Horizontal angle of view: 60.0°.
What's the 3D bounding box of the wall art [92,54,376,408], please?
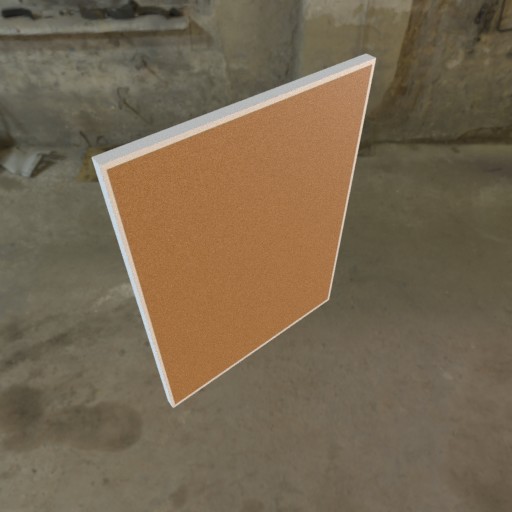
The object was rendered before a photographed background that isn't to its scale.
[{"bbox_3d":[0.000,0.000,1.406,0.795,1.050,0.039,-30,53,-26],"label":"wall art"}]
